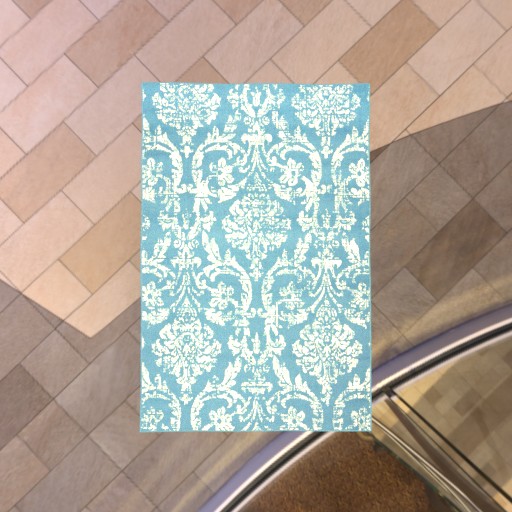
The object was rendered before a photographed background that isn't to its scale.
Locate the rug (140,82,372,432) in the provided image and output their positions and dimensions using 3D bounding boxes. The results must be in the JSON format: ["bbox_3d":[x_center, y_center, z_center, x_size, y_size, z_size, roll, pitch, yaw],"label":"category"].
[{"bbox_3d":[0.000,0.000,2.327,1.211,0.012,1.833,0,89,-1],"label":"rug"}]
